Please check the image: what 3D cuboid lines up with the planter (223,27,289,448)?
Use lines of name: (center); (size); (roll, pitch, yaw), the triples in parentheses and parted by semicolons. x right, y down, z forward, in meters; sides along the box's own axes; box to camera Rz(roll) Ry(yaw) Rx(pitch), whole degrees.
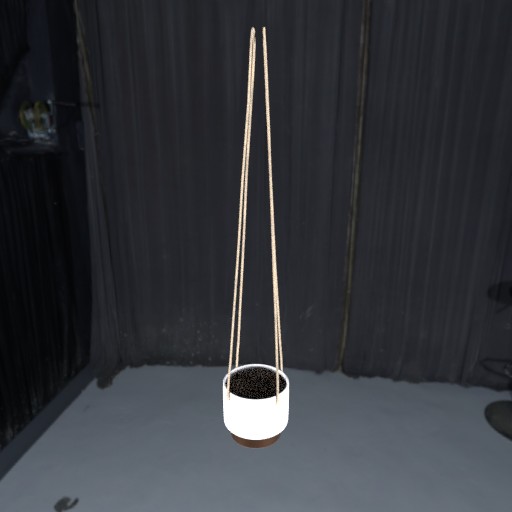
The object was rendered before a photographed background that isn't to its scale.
planter: (0.000, 0.000, 0.900); (0.146, 0.841, 0.146); (2, 17, 7)
